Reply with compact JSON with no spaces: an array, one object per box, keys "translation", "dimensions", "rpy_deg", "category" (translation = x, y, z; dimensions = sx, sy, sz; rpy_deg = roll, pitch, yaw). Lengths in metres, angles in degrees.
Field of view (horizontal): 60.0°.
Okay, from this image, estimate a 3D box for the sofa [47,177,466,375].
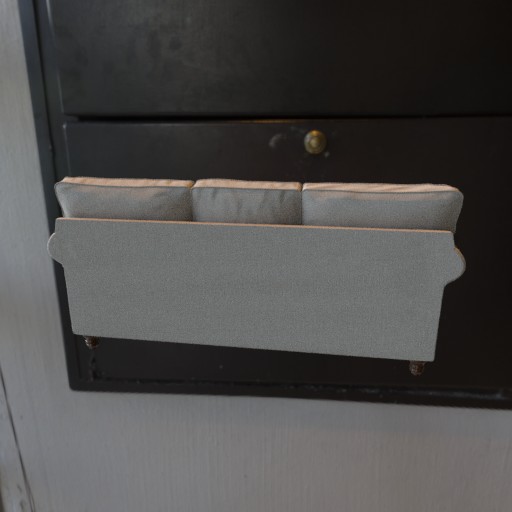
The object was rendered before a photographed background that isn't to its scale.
[{"translation":[0.000,0.000,2.617],"dimensions":[2.084,0.961,0.916],"rpy_deg":[3,17,8],"category":"sofa"}]
